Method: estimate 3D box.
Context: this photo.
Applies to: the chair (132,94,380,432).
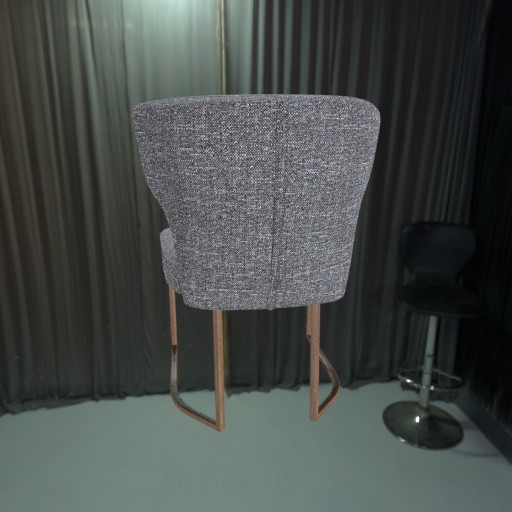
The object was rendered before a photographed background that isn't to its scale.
[{"bbox_3d":[0.000,0.000,1.255,0.611,0.824,0.617,-3,16,-9],"label":"chair"}]
